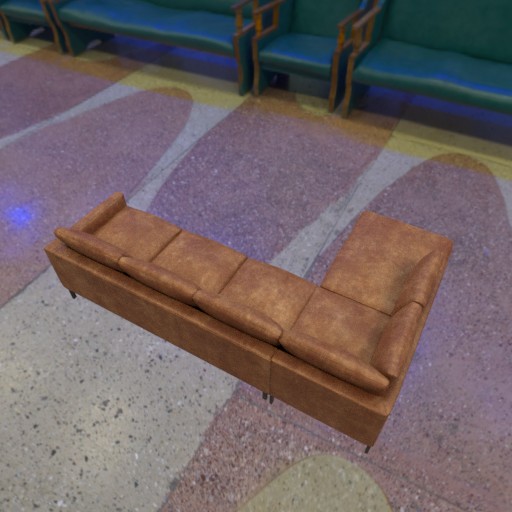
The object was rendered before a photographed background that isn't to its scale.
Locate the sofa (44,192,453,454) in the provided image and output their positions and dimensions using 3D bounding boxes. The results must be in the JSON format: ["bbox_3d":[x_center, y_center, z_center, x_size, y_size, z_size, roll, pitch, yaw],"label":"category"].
[{"bbox_3d":[0.000,0.000,3.900,2.984,0.877,1.938,22,50,20],"label":"sofa"}]
